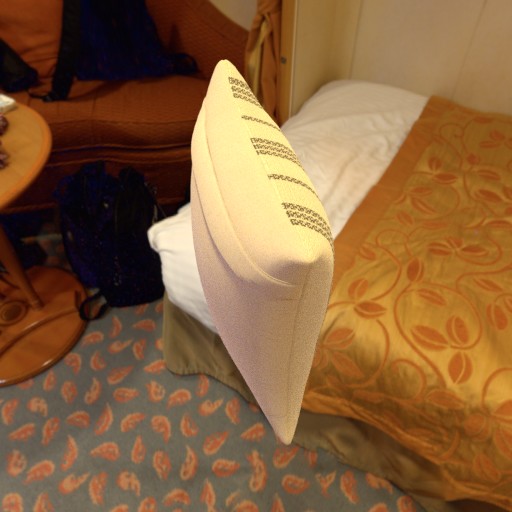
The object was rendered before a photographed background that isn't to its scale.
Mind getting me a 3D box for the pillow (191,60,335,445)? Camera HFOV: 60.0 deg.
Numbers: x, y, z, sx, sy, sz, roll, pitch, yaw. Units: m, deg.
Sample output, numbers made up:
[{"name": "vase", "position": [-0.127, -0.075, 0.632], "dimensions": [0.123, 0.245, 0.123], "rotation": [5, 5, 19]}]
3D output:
[{"name": "pillow", "position": [0.000, 0.000, 0.645], "dimensions": [0.173, 0.406, 0.405], "rotation": [-10, 47, -9]}]
